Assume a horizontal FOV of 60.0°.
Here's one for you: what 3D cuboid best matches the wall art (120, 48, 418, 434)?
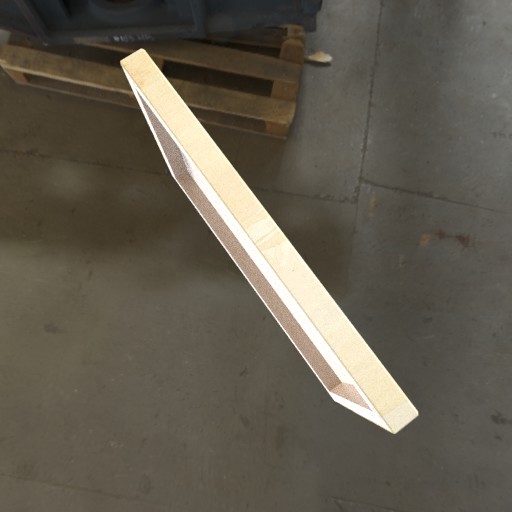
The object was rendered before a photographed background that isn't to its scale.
[{"bbox_3d":[0.000,0.000,0.773,0.040,0.402,0.613,-35,79,-7],"label":"wall art"}]
